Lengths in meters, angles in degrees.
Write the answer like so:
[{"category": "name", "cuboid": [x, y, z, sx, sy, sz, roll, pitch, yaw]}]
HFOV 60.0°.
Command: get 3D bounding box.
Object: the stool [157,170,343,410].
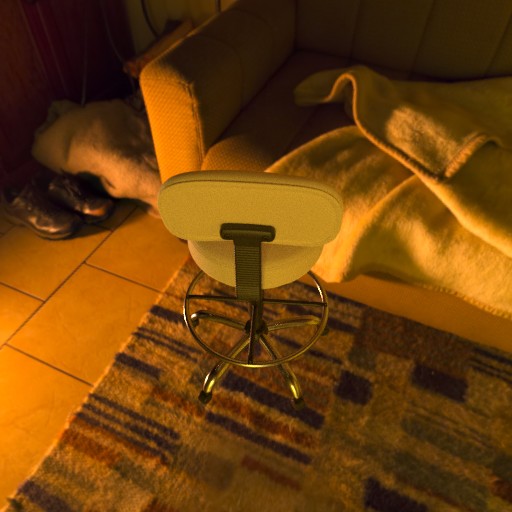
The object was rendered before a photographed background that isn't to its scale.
[{"category": "stool", "cuboid": [0.000, 0.000, 1.446, 0.609, 1.080, 0.616, 3, 47, 3]}]
